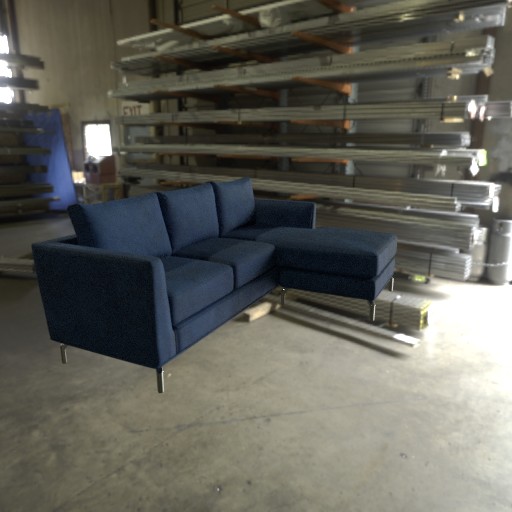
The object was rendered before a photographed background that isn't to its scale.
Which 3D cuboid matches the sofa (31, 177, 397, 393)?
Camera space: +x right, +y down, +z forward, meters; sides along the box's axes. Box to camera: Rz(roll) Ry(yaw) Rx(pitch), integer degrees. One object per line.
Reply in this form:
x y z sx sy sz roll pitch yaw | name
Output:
0.000 0.000 3.245 1.622 0.987 2.438 7 16 26 | sofa
